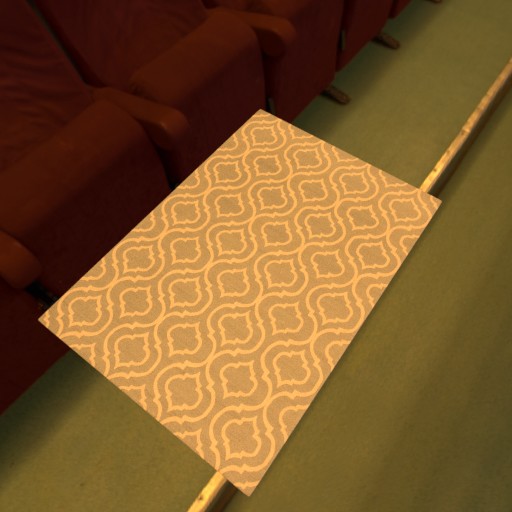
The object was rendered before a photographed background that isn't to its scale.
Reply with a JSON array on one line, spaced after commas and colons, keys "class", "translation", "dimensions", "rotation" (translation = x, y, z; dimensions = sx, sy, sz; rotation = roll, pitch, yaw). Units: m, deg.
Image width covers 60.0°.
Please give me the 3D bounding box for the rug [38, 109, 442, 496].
[{"class": "rug", "translation": [0.000, 0.000, 2.645], "dimensions": [1.451, 0.010, 2.080], "rotation": [32, 64, 18]}]
